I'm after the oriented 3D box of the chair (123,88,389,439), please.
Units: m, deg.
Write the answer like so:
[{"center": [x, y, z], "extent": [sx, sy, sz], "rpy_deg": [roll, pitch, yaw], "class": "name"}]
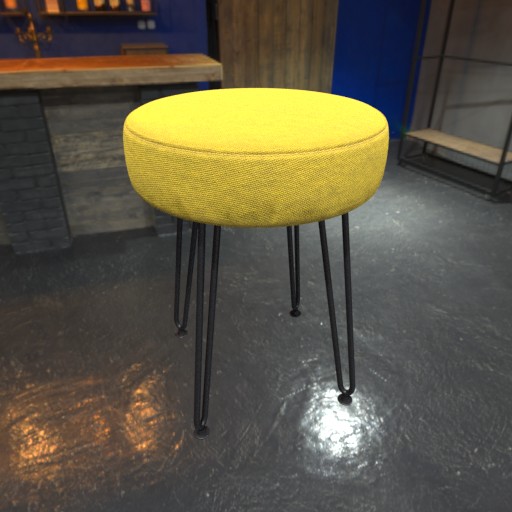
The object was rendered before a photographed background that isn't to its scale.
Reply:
[{"center": [0.000, 0.000, 0.690], "extent": [0.345, 0.455, 0.345], "rpy_deg": [-8, 31, -13], "class": "chair"}]
